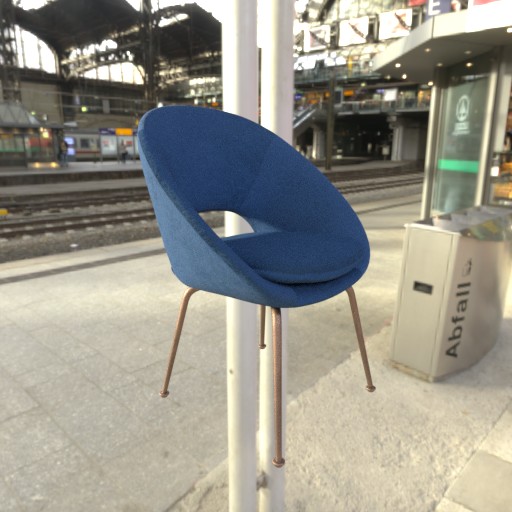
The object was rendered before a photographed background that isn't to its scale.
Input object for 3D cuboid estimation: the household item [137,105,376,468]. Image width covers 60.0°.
[{"bbox_3d":[0.000,0.000,1.276,0.573,0.852,0.623,12,18,41],"label":"household item"}]
